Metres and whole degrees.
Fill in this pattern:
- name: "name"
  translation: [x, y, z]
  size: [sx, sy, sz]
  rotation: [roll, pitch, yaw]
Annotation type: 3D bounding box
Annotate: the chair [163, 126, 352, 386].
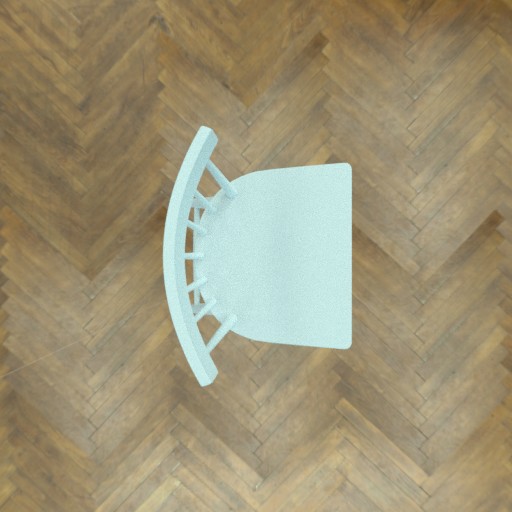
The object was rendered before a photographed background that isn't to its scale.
- name: "chair"
  translation: [0.000, 0.000, 1.272]
  size: [0.572, 0.952, 0.483]
  rotation: [0, 90, 1]
